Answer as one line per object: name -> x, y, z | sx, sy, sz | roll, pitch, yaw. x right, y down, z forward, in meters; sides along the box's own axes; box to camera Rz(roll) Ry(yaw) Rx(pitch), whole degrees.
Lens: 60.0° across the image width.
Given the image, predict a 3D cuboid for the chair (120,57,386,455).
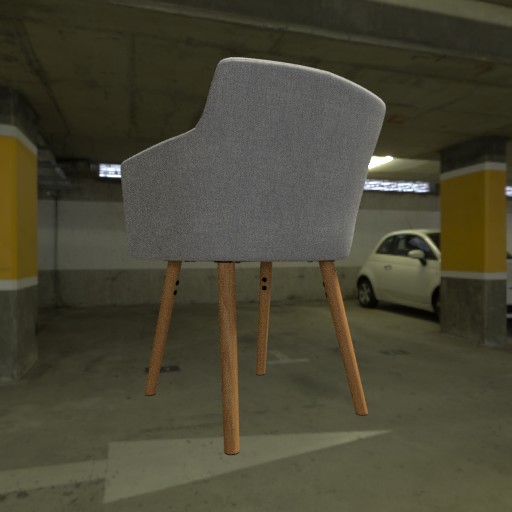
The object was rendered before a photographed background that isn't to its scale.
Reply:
chair -> 0.000, 0.000, 1.140 | 0.570, 0.780, 0.540 | 0, 0, -34
